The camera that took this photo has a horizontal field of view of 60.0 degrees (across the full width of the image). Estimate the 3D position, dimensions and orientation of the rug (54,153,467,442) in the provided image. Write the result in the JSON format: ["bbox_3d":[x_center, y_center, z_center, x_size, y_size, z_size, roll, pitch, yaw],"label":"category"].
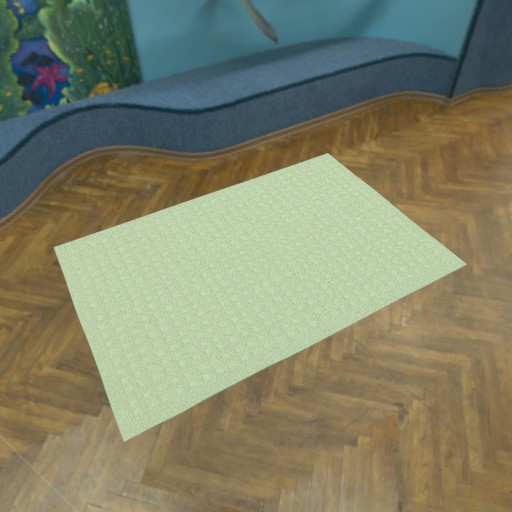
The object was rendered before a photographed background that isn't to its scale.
[{"bbox_3d":[0.000,0.000,2.234,1.747,0.006,1.143,-22,50,-20],"label":"rug"}]
